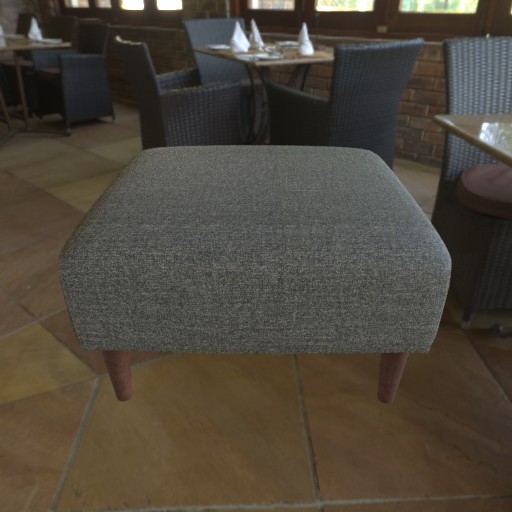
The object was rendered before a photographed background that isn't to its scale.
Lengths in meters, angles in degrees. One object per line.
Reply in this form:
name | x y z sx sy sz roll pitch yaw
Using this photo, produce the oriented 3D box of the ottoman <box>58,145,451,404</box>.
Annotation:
ottoman | 0.000 0.000 1.058 0.655 0.399 0.648 0 30 1
